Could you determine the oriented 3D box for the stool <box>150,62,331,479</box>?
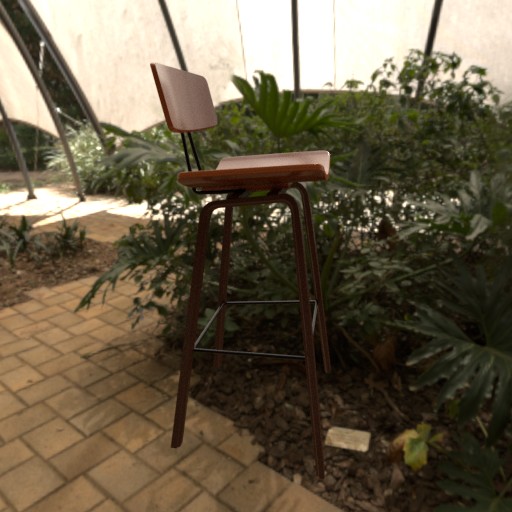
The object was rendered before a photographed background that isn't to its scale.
[{"bbox_3d":[0.000,0.000,1.224,0.440,0.969,0.509,3,18,10],"label":"stool"}]
